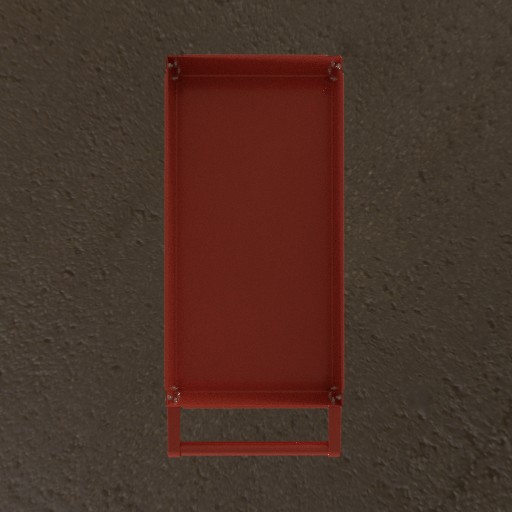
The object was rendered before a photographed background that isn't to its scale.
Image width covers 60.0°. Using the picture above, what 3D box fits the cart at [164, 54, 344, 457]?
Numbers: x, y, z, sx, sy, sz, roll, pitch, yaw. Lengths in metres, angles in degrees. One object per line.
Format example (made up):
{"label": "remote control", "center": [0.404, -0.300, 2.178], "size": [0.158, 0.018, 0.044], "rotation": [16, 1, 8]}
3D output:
{"label": "cart", "center": [0.000, 0.000, 1.197], "size": [0.366, 0.719, 0.779], "rotation": [0, 90, 0]}
